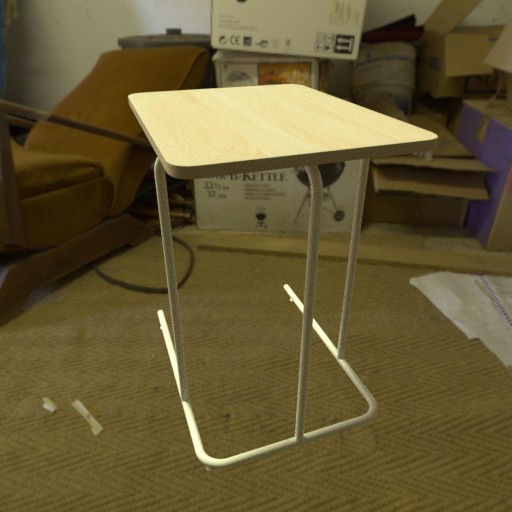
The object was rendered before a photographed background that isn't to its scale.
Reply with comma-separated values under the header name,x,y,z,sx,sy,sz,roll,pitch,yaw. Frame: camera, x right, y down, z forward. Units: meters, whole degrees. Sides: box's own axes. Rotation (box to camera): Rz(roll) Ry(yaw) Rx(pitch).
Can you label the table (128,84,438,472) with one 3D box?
name,x,y,z,sx,sy,sz,roll,pitch,yaw
table,0.000,0.000,0.868,0.370,0.550,0.480,-10,31,-17
